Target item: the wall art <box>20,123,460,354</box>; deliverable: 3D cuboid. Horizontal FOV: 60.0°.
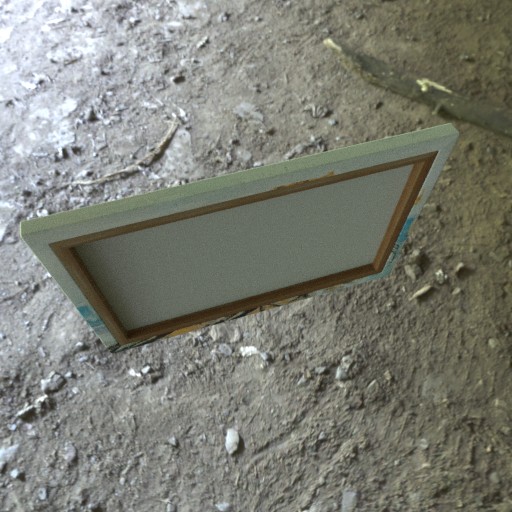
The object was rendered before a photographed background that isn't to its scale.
[{"bbox_3d":[0.000,0.000,1.146,0.913,0.609,0.038,-15,59,-9],"label":"wall art"}]
